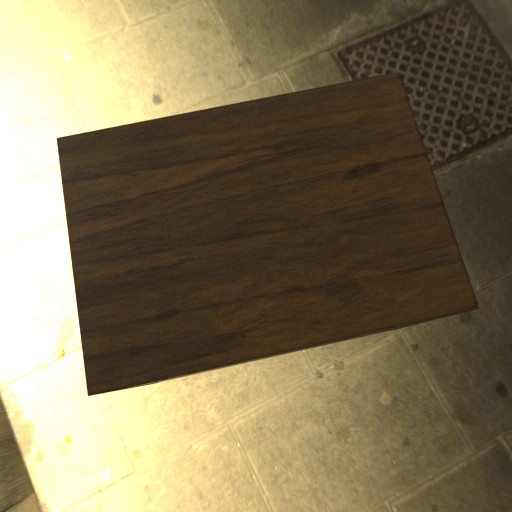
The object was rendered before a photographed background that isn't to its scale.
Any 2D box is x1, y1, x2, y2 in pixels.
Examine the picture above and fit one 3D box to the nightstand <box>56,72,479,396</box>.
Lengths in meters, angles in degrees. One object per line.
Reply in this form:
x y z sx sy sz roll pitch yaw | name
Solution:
0.000 0.000 1.021 0.610 0.610 0.458 -12 77 -3 | nightstand
